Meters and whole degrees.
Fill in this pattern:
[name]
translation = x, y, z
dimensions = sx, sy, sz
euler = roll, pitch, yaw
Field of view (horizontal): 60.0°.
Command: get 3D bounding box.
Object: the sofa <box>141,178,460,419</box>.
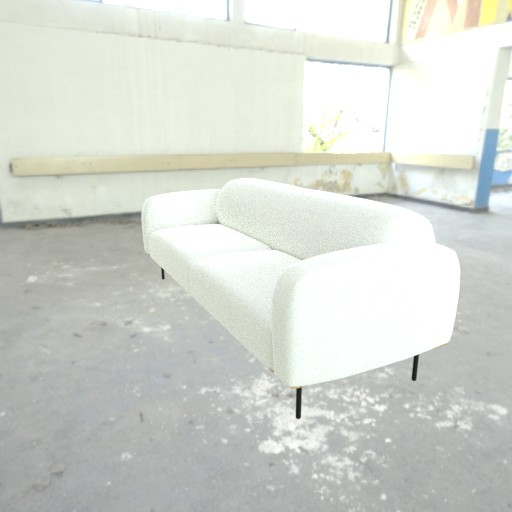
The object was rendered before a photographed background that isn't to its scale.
[sofa]
translation = 0.000, 0.000, 2.648
dimensions = 0.870, 0.780, 2.280
euler = -8, 17, -26
